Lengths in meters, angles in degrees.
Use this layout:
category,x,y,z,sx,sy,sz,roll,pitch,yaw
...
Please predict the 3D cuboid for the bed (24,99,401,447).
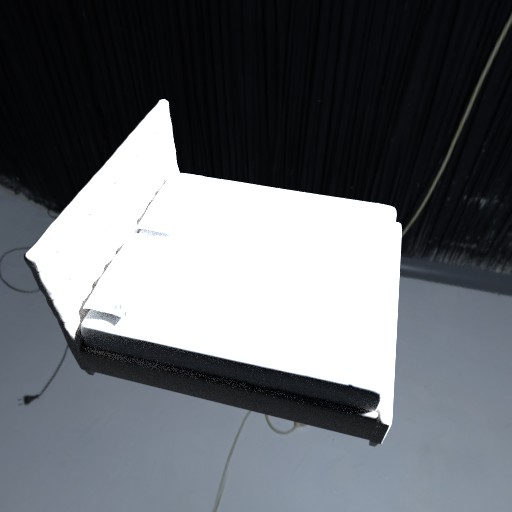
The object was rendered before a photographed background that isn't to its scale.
category,x,y,z,sx,sy,sz,roll,pitch,yaw
bed,0.000,0.000,3.608,2.387,1.427,2.078,11,47,10
